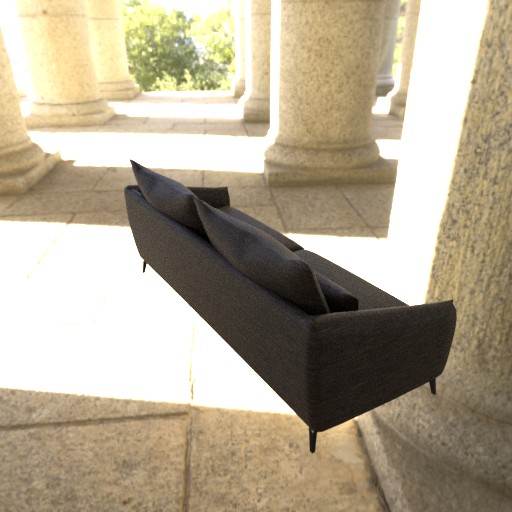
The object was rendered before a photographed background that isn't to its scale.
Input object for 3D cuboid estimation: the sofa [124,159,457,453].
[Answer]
[{"bbox_3d":[0.000,0.000,2.468,0.807,0.843,2.019,-17,32,-30],"label":"sofa"}]
